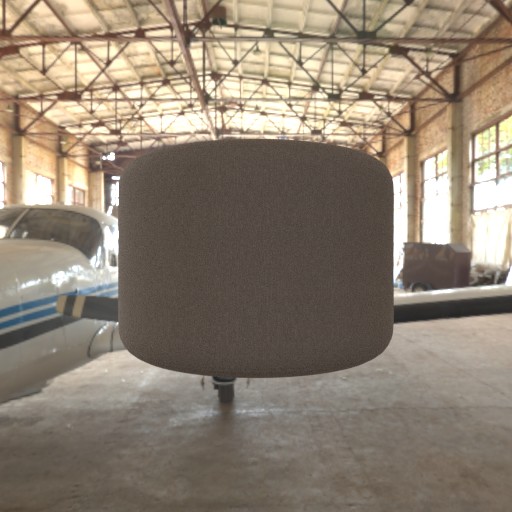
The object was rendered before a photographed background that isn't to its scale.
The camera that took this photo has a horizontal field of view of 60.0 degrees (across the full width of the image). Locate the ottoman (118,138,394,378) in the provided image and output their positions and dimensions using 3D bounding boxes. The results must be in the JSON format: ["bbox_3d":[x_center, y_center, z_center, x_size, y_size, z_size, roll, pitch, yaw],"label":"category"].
[{"bbox_3d":[0.000,0.000,1.023,0.608,0.433,0.608,0,0,0],"label":"ottoman"}]
